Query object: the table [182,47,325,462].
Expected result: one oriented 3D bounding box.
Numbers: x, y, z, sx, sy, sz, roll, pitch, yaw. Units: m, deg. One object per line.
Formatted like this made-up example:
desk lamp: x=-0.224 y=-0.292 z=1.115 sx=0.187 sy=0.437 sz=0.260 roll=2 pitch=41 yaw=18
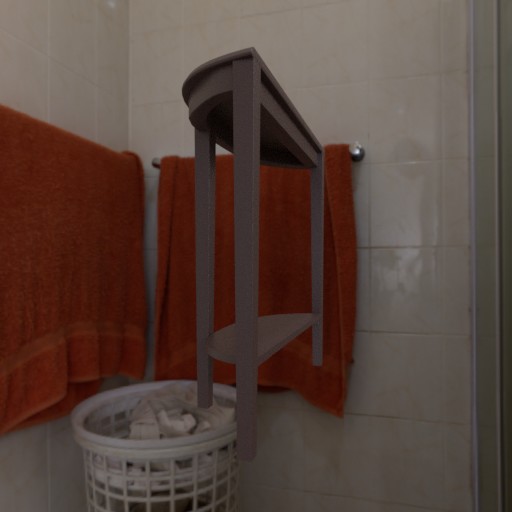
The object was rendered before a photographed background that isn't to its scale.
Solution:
table: x=0.000 y=0.000 z=1.341 sx=0.274 sy=0.831 sz=0.909 roll=0 pitch=0 yaw=18
